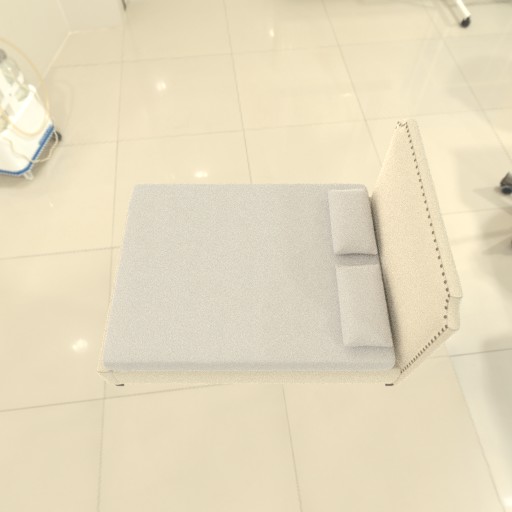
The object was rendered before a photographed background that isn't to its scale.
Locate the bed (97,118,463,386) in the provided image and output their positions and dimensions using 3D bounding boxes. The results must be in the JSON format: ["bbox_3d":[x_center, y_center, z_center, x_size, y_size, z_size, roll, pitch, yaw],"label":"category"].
[{"bbox_3d":[0.000,0.000,3.461,2.372,1.497,1.712,0,59,0],"label":"bed"}]
